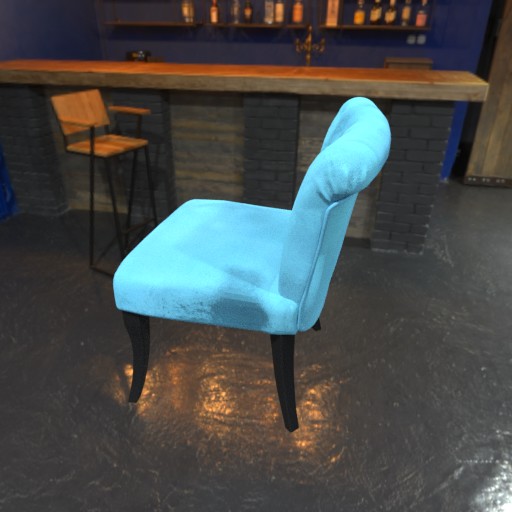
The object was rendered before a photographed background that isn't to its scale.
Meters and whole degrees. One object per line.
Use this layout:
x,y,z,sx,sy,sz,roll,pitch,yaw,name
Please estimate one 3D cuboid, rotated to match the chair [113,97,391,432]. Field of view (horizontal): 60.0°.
0.000,0.000,1.188,0.605,0.750,0.582,7,30,13,chair
